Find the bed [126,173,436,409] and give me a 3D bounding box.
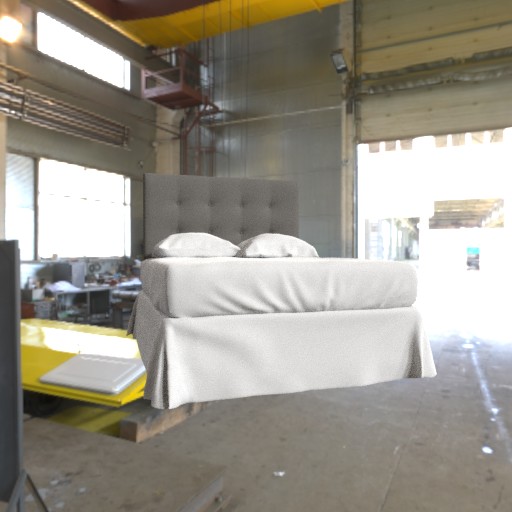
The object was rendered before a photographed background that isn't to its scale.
[{"bbox_3d":[0.000,0.000,3.580,1.936,1.577,2.222,0,1,-18],"label":"bed"}]
